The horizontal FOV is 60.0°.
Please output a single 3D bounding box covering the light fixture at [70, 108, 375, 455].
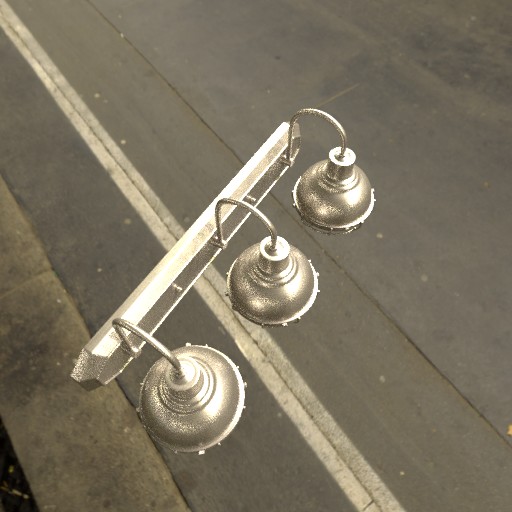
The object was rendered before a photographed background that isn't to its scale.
[{"bbox_3d":[0.000,0.000,0.746,0.229,0.254,0.634,28,62,17],"label":"light fixture"}]
